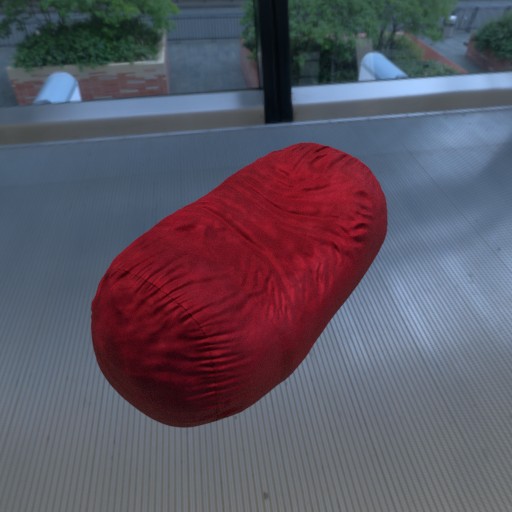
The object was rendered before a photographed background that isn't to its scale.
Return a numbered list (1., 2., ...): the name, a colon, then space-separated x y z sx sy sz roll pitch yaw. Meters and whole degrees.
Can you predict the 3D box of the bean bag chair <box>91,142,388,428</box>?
1. bean bag chair: 0.000 0.000 2.853 1.216 0.867 2.293 26 47 27
